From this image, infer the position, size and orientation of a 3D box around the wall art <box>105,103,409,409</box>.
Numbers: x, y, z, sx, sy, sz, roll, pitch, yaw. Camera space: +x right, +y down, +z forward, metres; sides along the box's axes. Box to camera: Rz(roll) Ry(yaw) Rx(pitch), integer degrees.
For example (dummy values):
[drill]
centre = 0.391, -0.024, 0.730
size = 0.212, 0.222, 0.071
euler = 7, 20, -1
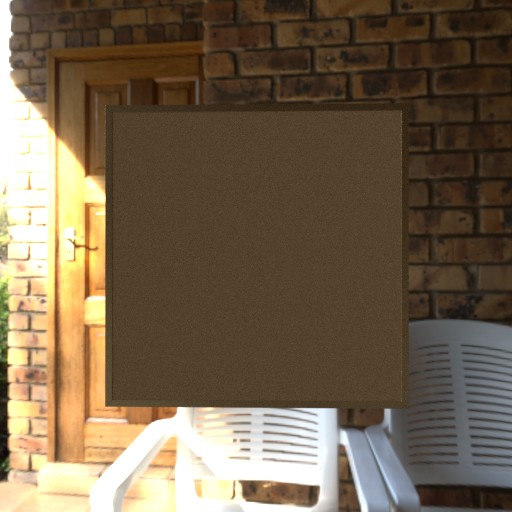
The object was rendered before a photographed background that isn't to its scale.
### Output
[wall art]
centre = 0.000, 0.000, 1.131
size = 0.762, 0.762, 0.038
euler = 0, 0, 1
